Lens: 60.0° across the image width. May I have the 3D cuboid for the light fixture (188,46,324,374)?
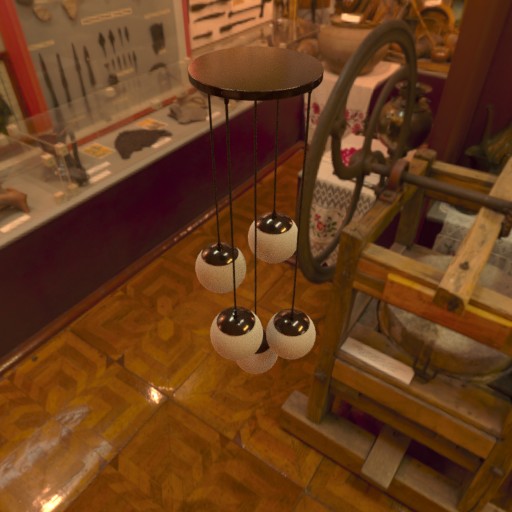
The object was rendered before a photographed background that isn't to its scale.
[{"bbox_3d":[0.000,0.000,1.541,0.484,1.271,0.489,26,47,27],"label":"light fixture"}]
